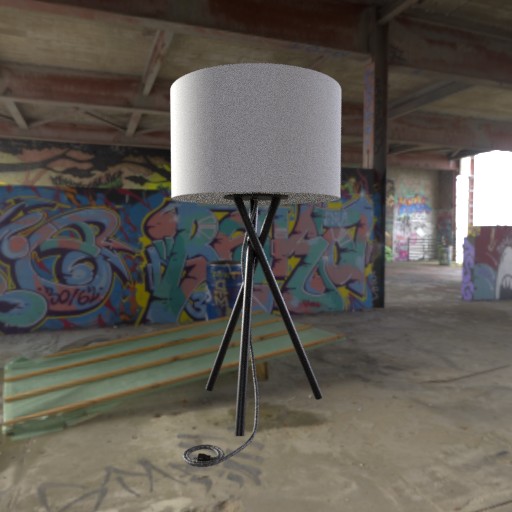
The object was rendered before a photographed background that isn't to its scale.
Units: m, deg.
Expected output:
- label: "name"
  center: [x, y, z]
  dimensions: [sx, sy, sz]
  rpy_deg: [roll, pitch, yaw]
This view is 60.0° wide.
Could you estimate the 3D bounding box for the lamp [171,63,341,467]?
- label: "lamp"
  center: [0.000, 0.000, 0.915]
  dimensions: [0.353, 0.674, 0.422]
  rpy_deg: [0, 3, 0]
